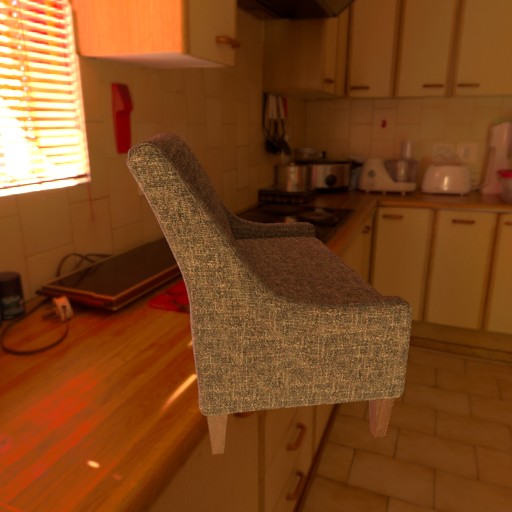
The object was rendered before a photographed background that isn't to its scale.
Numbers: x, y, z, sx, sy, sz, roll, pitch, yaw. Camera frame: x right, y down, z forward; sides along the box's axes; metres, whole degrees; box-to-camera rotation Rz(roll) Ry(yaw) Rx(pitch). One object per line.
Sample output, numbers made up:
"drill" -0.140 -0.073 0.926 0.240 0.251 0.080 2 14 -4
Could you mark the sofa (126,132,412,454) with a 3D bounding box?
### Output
"sofa" 0.000 0.000 1.923 0.870 1.021 1.242 -2 17 -8
